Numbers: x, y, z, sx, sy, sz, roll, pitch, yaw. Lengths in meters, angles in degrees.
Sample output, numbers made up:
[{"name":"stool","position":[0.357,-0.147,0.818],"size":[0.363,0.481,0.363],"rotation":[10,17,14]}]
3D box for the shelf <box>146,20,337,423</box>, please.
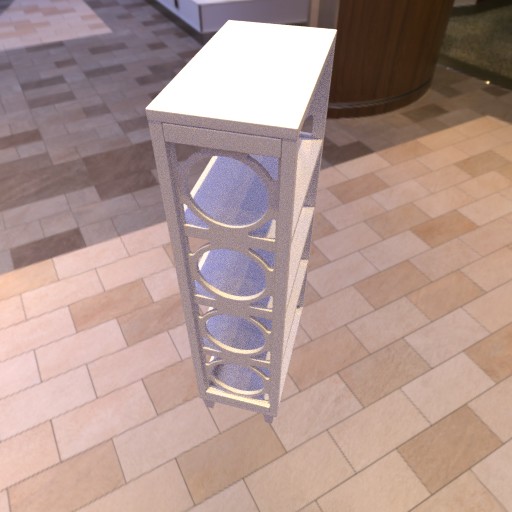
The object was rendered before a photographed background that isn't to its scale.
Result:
[{"name":"shelf","position":[0.000,0.000,1.644],"size":[0.340,1.411,0.611],"rotation":[11,46,10]}]
